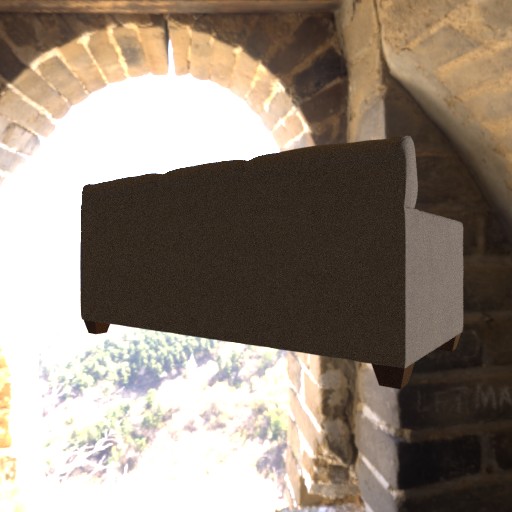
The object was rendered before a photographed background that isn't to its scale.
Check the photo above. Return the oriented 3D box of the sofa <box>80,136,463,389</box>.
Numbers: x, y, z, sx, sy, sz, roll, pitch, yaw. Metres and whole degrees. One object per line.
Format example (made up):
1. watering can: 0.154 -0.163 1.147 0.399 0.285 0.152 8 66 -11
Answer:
1. sofa: 0.000 0.000 2.529 2.024 0.958 0.997 0 0 36
